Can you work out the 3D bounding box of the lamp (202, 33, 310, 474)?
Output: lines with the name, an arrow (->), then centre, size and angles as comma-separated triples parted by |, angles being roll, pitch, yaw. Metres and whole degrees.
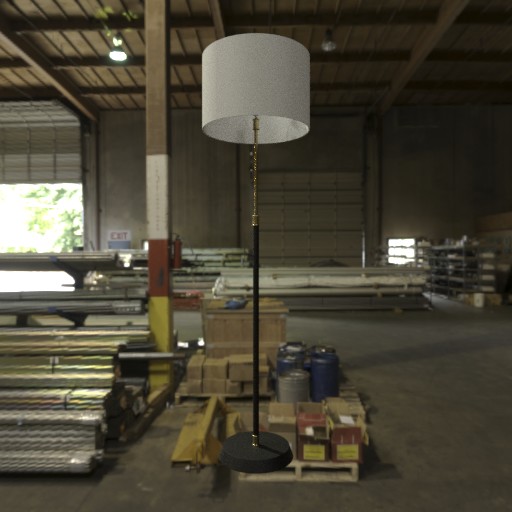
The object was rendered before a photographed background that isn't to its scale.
lamp -> 0.000, 0.000, 1.682 | 0.404, 1.517, 0.404 | 0, 0, 1
